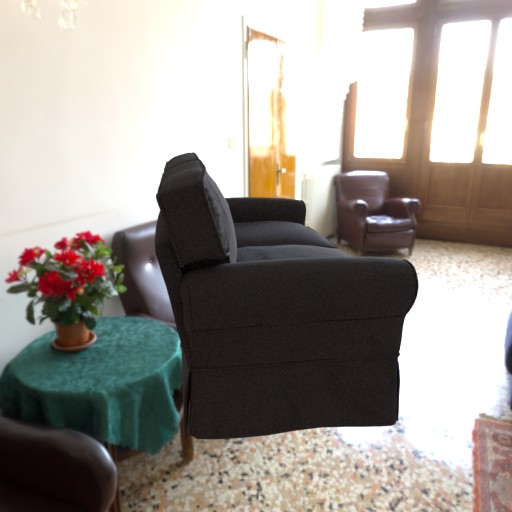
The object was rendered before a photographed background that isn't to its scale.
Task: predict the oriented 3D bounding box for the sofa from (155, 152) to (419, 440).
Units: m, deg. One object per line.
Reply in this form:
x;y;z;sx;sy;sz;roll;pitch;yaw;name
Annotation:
0.000;0.000;2.422;0.997;1.059;1.801;-3;16;-9;sofa
